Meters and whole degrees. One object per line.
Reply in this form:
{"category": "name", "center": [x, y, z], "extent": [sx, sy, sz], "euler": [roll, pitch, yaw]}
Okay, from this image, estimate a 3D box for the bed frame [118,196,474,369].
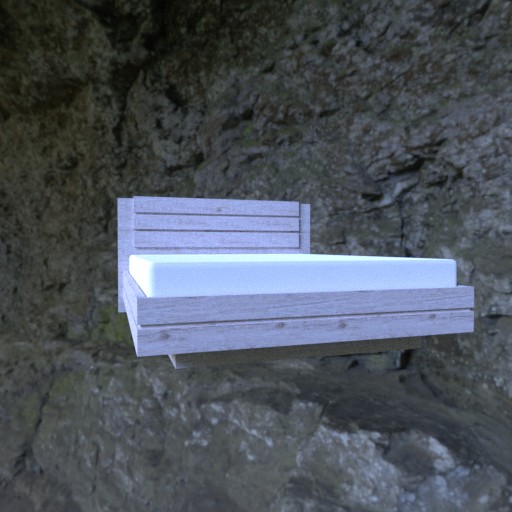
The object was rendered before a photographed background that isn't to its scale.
{"category": "bed frame", "center": [0.000, 0.000, 2.995], "extent": [1.750, 0.970, 2.080], "euler": [0, 1, -18]}
